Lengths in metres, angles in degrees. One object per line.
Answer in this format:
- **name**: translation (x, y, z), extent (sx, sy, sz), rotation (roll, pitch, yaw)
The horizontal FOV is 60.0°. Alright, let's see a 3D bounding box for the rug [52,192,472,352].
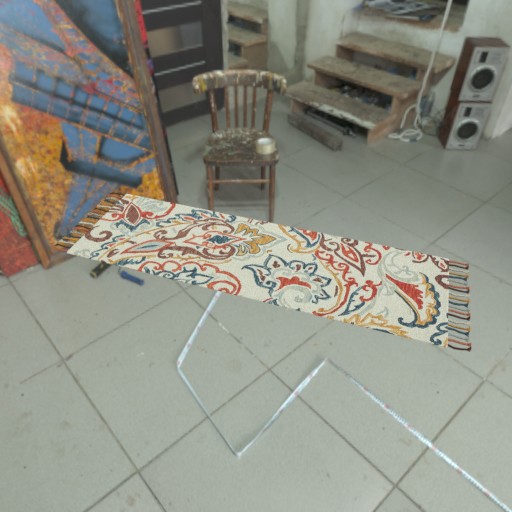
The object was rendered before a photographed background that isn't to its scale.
- **rug**: translation (0.000, 0.000, 2.957), extent (2.682, 0.015, 0.763), rotation (13, 42, 14)
